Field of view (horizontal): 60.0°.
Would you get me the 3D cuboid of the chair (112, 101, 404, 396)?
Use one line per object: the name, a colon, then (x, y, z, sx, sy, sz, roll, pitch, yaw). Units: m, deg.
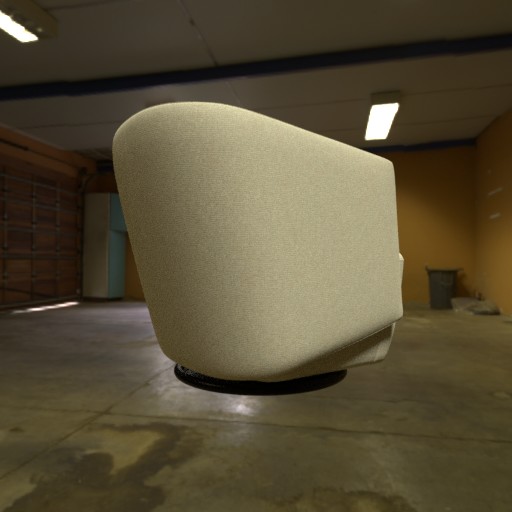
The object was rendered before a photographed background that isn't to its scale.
chair: (0.000, 0.000, 1.652, 0.986, 0.861, 0.822, 0, -1, -34)
